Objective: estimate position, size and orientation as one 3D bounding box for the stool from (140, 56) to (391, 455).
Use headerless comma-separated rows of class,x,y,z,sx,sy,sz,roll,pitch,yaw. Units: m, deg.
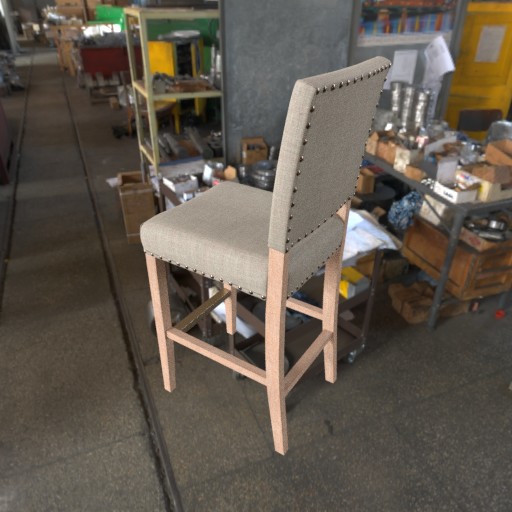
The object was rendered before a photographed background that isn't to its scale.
stool,0.000,0.000,1.429,0.585,1.173,0.445,19,36,29
